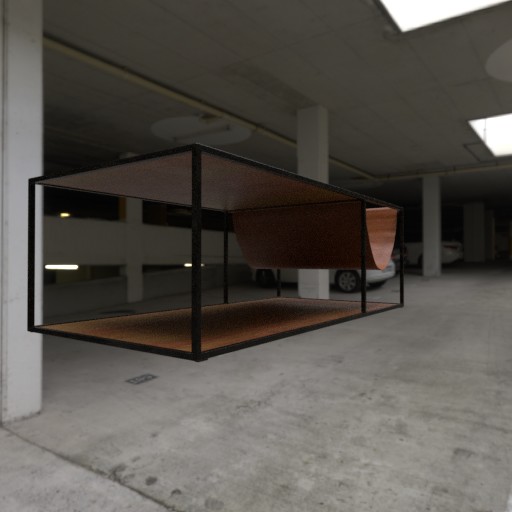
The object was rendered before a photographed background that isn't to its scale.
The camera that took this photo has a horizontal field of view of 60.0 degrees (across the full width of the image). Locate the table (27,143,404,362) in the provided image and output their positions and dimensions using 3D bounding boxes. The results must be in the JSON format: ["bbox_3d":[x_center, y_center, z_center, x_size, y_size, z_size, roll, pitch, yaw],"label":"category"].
[{"bbox_3d":[0.000,0.000,1.463,0.597,0.403,1.199,-1,-1,36],"label":"table"}]
